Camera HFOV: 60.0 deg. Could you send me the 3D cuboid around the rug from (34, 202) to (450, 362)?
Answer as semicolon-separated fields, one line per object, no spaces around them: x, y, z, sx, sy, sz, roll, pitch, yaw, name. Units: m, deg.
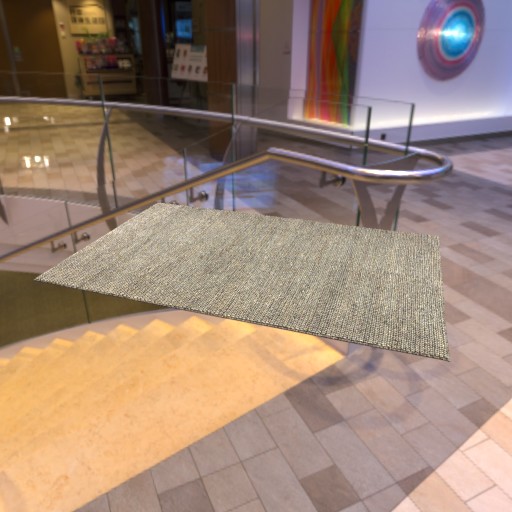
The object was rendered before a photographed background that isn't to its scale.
0.000;0.000;3.082;2.443;0.021;1.538;8;27;17;rug
